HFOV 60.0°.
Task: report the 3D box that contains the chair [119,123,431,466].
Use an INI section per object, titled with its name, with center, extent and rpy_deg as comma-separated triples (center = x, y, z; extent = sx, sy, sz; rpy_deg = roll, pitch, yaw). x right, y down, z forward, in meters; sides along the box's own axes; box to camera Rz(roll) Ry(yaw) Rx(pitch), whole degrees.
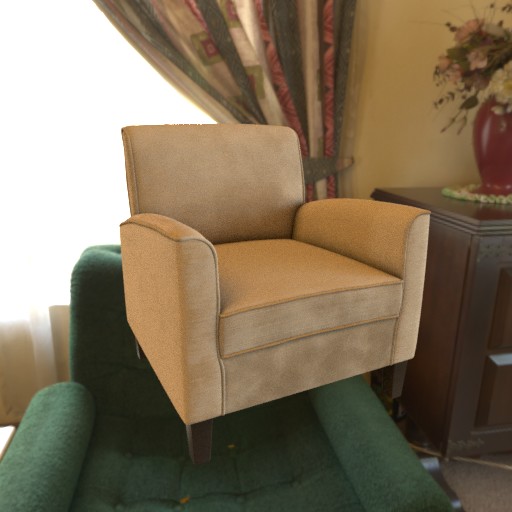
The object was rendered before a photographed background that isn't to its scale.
[chair]
center = 0.000, 0.000, 1.571
extent = 0.820, 0.915, 0.821
rpy_deg = -8, 17, -26
